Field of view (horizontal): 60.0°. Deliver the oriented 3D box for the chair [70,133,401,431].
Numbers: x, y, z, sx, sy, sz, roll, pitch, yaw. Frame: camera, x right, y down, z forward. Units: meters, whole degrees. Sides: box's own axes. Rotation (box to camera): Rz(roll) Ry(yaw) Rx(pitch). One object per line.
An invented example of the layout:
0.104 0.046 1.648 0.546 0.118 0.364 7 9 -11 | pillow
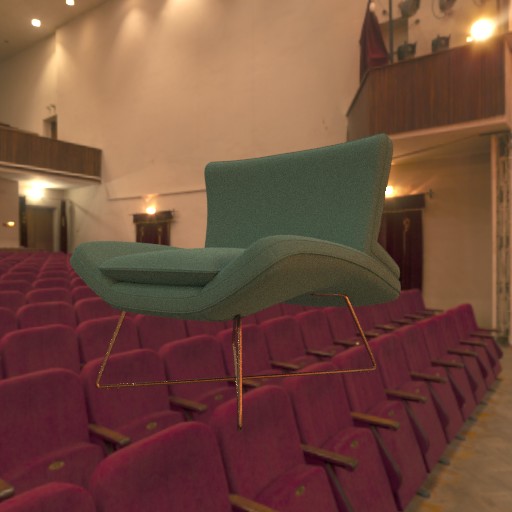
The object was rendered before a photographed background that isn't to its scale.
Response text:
0.000 0.000 1.619 0.859 0.855 1.008 0 0 36 | chair
